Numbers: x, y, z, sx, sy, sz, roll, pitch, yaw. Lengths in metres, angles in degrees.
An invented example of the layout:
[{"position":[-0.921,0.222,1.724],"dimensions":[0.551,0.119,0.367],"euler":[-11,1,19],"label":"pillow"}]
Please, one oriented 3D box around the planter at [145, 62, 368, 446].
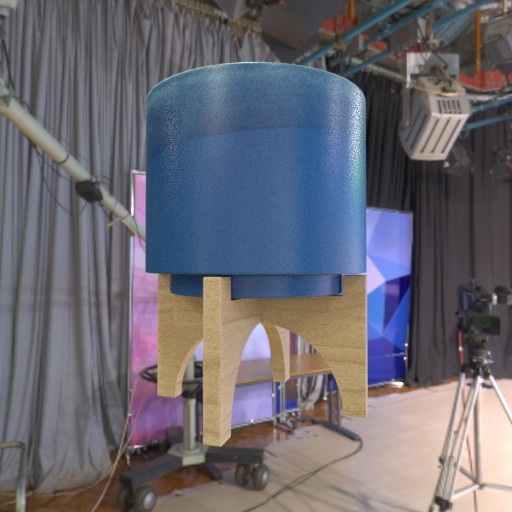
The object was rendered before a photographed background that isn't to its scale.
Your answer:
[{"position":[0.000,0.000,0.397],"dimensions":[0.192,0.263,0.192],"euler":[0,-1,0],"label":"planter"}]
